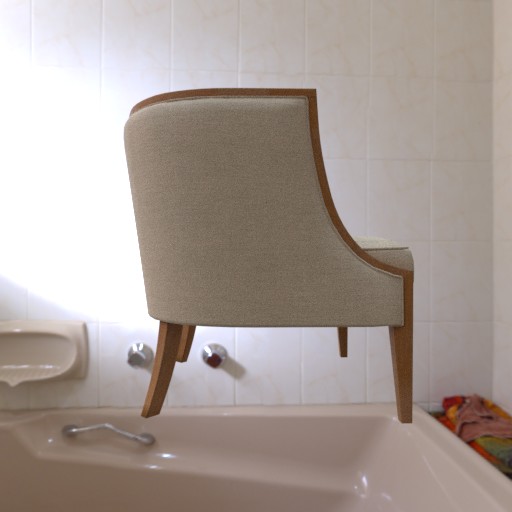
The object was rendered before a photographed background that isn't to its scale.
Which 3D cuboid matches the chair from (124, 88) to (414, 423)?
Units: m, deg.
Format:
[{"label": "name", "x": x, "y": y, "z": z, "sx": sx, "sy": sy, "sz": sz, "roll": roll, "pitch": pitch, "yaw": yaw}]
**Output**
[{"label": "chair", "x": 0.000, "y": 0.000, "z": 1.356, "sx": 0.757, "sy": 0.775, "sz": 0.711, "roll": 0, "pitch": 1, "yaw": -2}]
